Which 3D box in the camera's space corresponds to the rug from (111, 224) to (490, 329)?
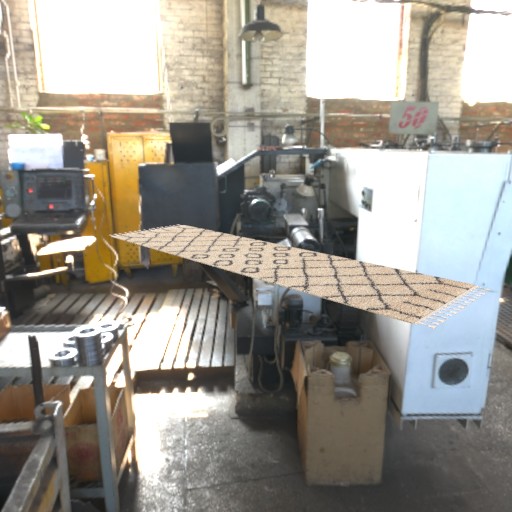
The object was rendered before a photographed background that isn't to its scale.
[{"bbox_3d":[0.000,0.000,2.679,2.464,0.005,0.660,13,19,43],"label":"rug"}]
